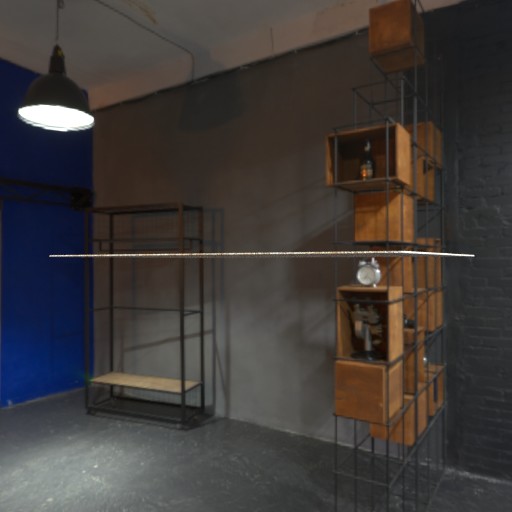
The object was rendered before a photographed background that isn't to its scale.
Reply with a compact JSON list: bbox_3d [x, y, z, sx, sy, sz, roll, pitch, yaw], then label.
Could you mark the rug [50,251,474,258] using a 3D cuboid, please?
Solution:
[{"bbox_3d":[0.000,0.000,2.993,2.446,0.009,1.529,0,-1,35],"label":"rug"}]
